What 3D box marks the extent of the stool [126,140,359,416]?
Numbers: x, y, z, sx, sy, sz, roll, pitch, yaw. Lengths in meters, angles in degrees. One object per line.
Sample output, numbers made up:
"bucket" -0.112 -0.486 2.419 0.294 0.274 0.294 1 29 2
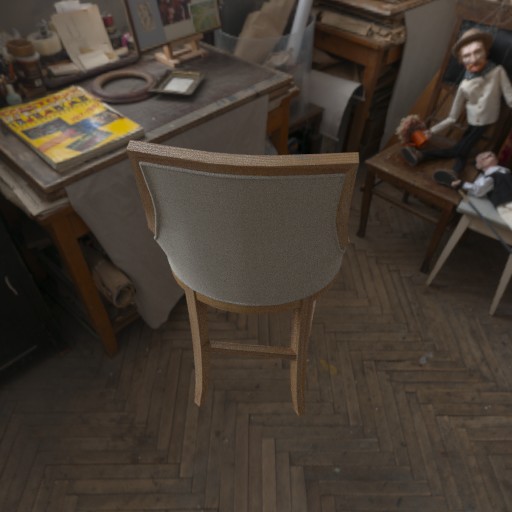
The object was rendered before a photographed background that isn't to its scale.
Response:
"stool" 0.000 0.000 1.405 0.524 1.101 0.626 4 45 4
